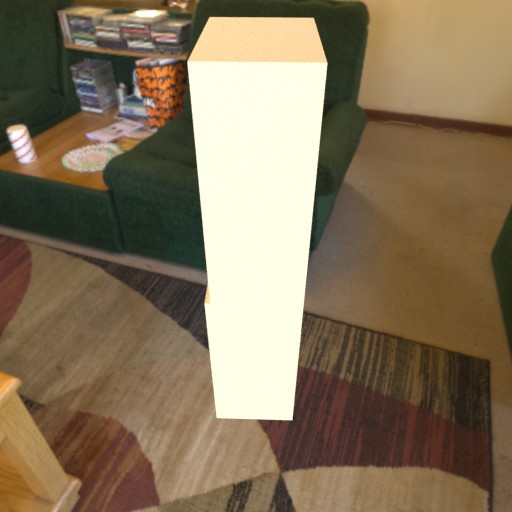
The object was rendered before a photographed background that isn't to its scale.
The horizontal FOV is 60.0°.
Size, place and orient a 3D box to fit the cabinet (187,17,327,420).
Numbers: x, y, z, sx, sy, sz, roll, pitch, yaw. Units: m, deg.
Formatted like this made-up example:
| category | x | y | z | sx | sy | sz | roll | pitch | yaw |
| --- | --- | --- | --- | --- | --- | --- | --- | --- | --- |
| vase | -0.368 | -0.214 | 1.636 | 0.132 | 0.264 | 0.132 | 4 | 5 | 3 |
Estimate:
| category | x | y | z | sx | sy | sz | roll | pitch | yaw |
| --- | --- | --- | --- | --- | --- | --- | --- | --- | --- |
| cabinet | 0.000 | 0.000 | 1.480 | 0.300 | 1.350 | 0.400 | 1 | 40 | 1 |
